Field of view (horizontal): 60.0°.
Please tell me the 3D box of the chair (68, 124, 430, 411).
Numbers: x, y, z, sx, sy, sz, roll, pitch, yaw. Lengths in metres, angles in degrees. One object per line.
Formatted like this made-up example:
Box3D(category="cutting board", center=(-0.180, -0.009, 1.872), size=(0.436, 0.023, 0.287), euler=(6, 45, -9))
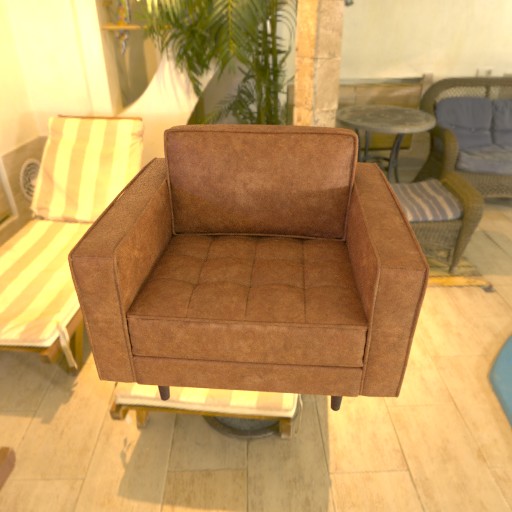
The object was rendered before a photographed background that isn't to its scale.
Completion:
Box3D(category="chair", center=(0.000, 0.000, 1.497), size=(0.928, 0.767, 0.798), euler=(2, 30, 4))
